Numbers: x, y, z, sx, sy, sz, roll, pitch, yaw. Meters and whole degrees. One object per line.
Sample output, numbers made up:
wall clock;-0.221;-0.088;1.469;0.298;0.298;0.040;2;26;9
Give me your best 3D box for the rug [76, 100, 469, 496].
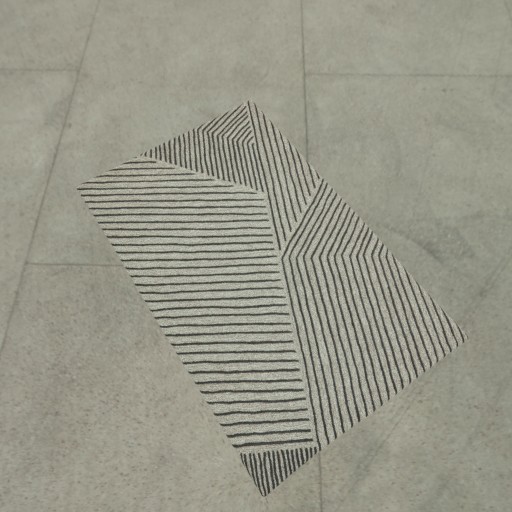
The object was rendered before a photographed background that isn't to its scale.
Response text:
rug;0.000;0.000;2.971;1.539;0.023;2.406;-31;67;-15
